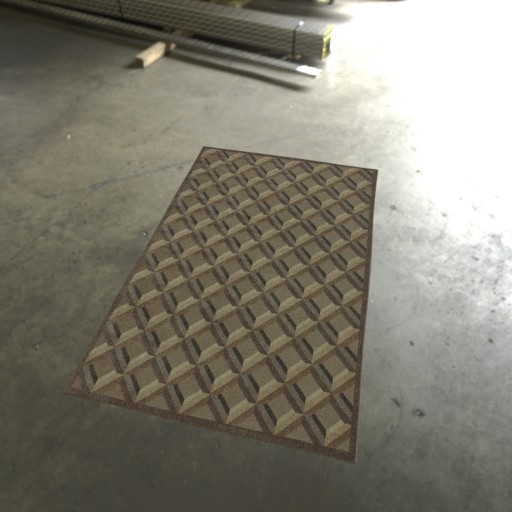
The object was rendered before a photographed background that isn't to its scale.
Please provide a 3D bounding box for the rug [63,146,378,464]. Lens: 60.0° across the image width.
[{"bbox_3d":[0.000,0.000,2.093,1.066,0.011,1.677,10,47,9],"label":"rug"}]
